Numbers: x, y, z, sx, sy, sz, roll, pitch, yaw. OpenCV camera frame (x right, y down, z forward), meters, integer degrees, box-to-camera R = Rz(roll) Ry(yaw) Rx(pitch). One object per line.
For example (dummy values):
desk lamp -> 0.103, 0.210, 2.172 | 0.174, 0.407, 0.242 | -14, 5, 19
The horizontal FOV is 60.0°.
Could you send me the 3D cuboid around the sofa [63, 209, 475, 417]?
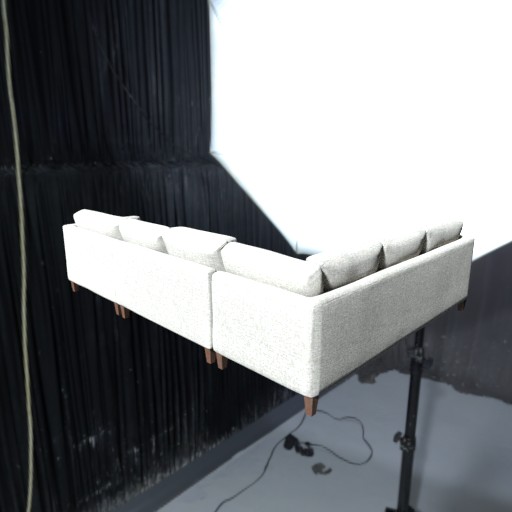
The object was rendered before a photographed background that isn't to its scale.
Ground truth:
sofa -> 0.000, 0.000, 4.597 | 3.460, 0.959, 2.593 | 14, 20, 43
